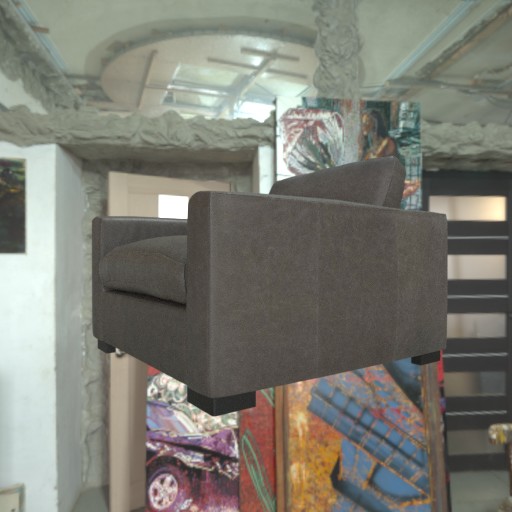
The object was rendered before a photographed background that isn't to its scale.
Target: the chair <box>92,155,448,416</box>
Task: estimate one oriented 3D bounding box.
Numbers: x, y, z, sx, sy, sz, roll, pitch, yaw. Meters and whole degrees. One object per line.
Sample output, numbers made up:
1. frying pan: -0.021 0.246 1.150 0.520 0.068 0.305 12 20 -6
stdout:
1. chair: 0.000 0.000 1.821 1.080 0.807 1.106 0 0 -35
